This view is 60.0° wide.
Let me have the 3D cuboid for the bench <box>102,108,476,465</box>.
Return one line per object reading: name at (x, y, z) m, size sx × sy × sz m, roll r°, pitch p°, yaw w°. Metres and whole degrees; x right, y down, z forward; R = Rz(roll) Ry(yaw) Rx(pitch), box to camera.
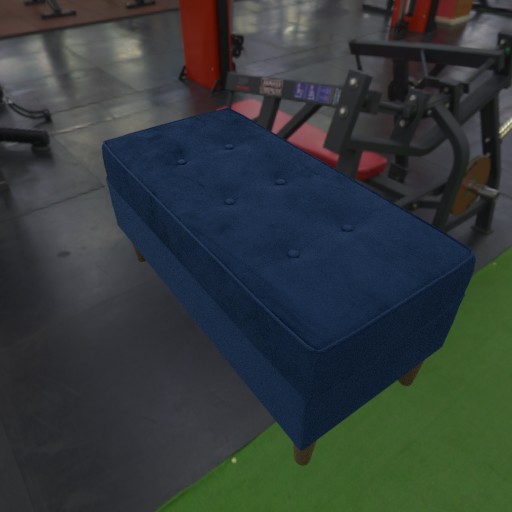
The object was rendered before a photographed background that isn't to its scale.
bench at (0.000, 0.000, 1.291) m, size 0.489 × 0.467 × 1.010 m, roll -25°, pitch 46°, yaw -26°
